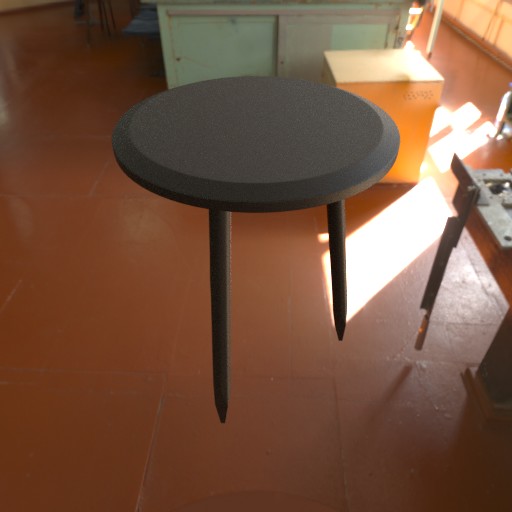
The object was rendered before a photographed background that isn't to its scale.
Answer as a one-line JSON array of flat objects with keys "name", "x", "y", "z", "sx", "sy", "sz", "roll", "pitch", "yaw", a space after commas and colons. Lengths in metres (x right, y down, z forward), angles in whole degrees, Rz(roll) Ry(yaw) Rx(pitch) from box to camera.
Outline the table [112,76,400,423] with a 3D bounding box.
[{"name": "table", "x": 0.000, "y": 0.000, "z": 0.906, "sx": 0.457, "sy": 0.585, "sz": 0.457, "roll": 0, "pitch": 40, "yaw": 0}]
